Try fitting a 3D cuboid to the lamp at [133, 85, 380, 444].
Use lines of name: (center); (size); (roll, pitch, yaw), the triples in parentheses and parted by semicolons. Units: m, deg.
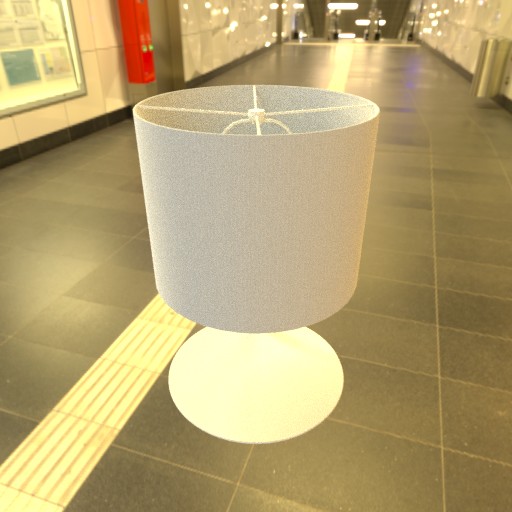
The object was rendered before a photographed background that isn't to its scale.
lamp: (0.000, 0.000, 0.679); (0.299, 0.454, 0.341); (-1, 30, -1)
